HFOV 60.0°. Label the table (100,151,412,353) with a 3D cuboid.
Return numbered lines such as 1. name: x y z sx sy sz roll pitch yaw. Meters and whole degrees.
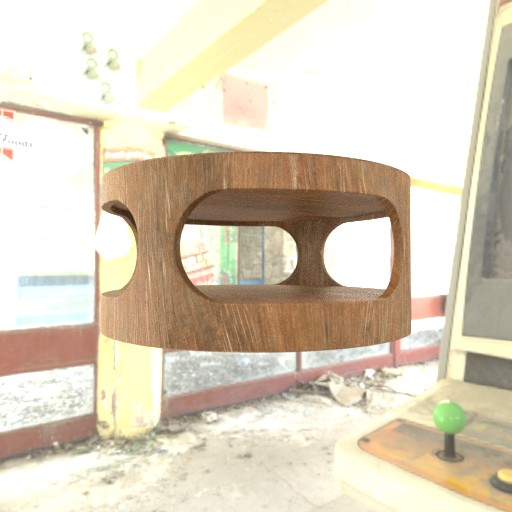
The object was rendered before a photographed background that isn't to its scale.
1. table: 0.000 0.000 1.475 0.974 0.450 0.974 0 -1 0
